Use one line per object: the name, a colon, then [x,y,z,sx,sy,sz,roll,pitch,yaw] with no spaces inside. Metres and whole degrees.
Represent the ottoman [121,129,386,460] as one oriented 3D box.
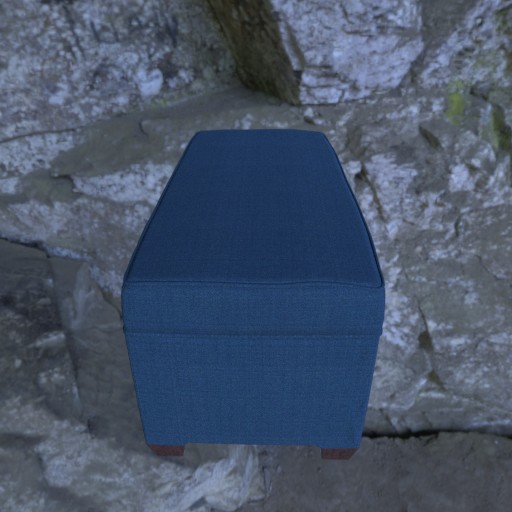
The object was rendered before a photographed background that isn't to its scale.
ottoman: [0.000,0.000,1.203,0.474,0.474,0.943,1,30,1]
